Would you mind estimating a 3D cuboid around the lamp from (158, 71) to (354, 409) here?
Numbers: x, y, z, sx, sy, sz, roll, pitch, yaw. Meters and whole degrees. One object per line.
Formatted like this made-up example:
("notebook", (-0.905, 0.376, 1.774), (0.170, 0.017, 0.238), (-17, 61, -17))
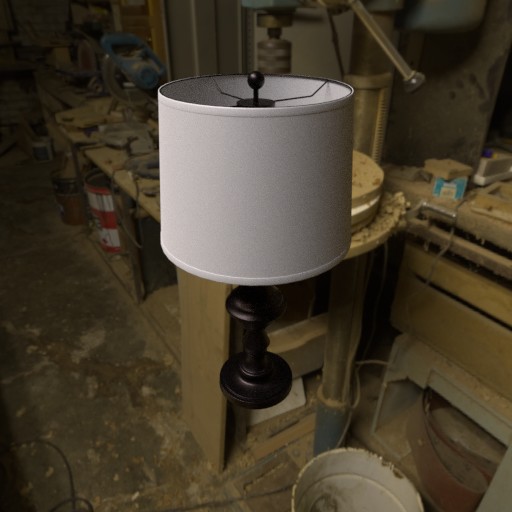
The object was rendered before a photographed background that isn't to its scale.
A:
("lamp", (0.000, 0.000, 0.934), (0.383, 0.726, 0.383), (0, 30, 0))
